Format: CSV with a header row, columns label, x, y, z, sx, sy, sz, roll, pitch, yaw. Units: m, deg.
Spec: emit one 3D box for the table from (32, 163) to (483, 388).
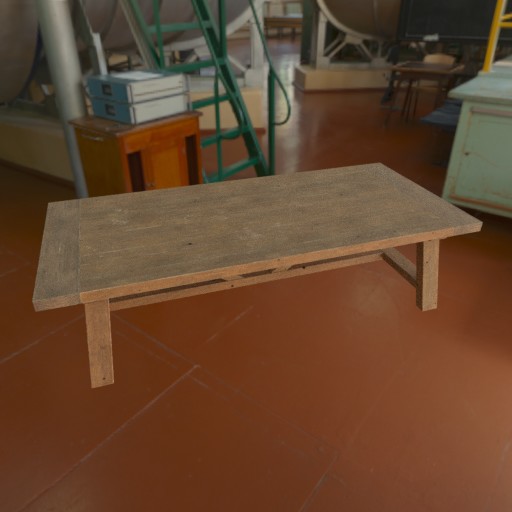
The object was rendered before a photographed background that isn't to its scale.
label,x,y,z,sx,sy,sz,roll,pitch,yaw
table,0.000,0.000,2.131,1.800,0.465,0.820,-10,32,-16
